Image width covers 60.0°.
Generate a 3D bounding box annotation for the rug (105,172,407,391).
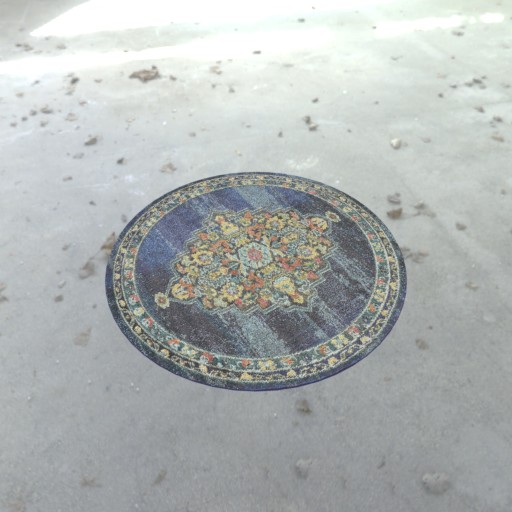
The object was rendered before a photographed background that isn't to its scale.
[{"bbox_3d":[0.000,0.000,3.603,2.386,0.014,2.386,0,45,0],"label":"rug"}]
